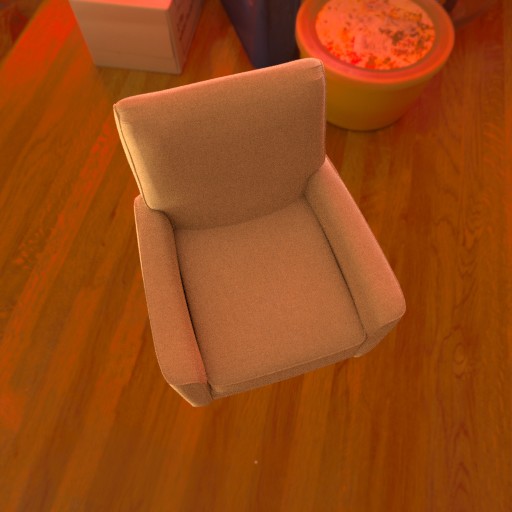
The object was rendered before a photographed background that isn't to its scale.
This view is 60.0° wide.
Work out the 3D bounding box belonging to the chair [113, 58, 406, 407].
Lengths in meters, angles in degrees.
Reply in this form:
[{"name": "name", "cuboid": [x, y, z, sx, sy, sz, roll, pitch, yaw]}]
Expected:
[{"name": "chair", "cuboid": [0.000, 0.000, 1.661, 0.845, 1.023, 0.859, -16, 66, -7]}]
